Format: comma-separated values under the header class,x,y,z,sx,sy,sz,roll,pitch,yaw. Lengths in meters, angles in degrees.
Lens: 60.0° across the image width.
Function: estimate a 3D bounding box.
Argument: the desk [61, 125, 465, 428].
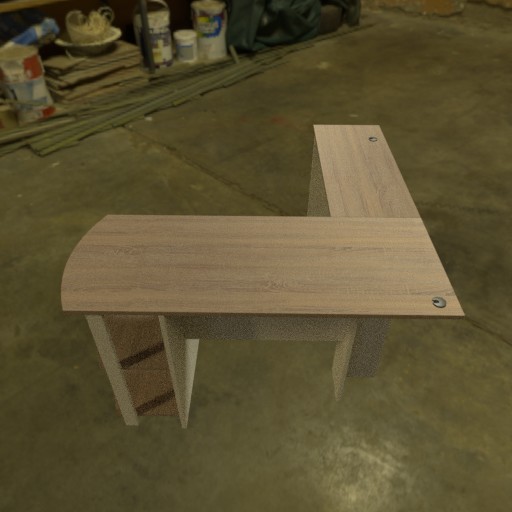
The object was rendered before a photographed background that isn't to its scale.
class,x,y,z,sx,sy,sz,roll,pitch,yaw
desk,0.000,0.000,2.110,1.303,0.716,1.361,1,41,1
